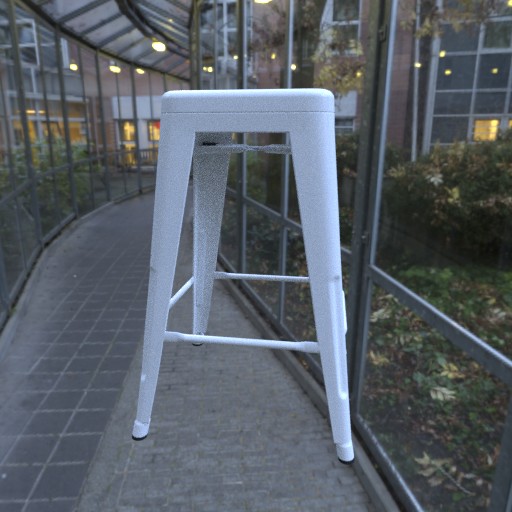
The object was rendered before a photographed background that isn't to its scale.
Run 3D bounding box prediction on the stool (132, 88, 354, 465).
[{"bbox_3d":[0.000,0.000,0.896,0.406,0.610,0.406,2,16,9],"label":"stool"}]
